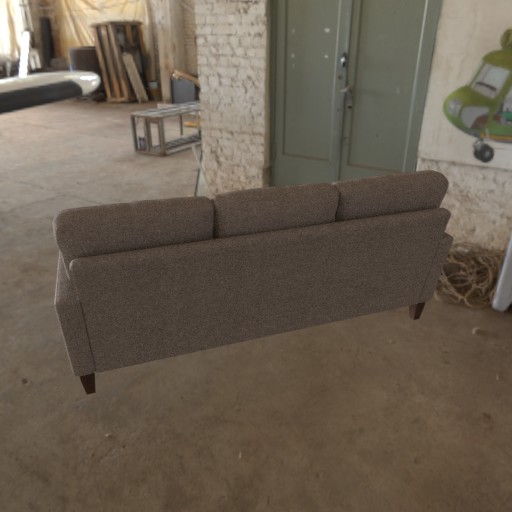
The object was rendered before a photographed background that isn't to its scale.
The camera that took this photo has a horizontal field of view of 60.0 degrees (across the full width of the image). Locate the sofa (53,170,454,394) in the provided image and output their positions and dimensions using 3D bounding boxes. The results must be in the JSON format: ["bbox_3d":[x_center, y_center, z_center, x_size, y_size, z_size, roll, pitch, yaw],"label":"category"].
[{"bbox_3d":[0.000,0.000,2.598,2.115,0.984,0.888,-9,27,-17],"label":"sofa"}]
